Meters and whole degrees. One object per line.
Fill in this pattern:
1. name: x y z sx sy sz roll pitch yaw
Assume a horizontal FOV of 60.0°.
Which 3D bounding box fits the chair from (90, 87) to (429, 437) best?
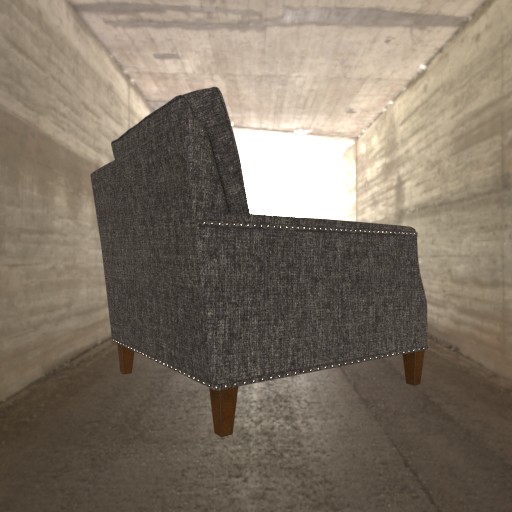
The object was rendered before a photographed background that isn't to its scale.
1. chair: 0.000 0.000 1.696 1.014 0.943 0.853 0 -1 -35
